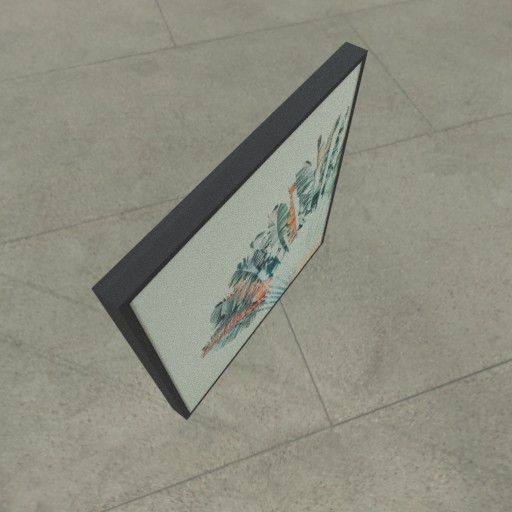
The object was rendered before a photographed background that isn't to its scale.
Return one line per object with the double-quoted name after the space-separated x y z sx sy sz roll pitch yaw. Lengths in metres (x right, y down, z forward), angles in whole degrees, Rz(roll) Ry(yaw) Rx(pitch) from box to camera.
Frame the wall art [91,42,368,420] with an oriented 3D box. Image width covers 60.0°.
0.000 0.000 0.758 0.037 0.507 0.509 31 63 18 "wall art"
